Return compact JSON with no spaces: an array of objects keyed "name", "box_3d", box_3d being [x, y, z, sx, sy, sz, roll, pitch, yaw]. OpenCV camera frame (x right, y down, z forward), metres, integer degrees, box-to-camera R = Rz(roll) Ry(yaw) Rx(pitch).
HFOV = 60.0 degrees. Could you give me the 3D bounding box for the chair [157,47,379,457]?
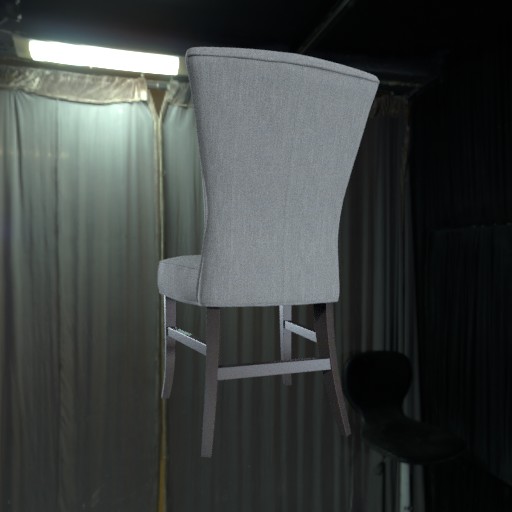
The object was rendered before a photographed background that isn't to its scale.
[{"name":"chair","box_3d":[0.000,0.000,1.346,0.520,0.991,0.660,0,0,-19]}]
